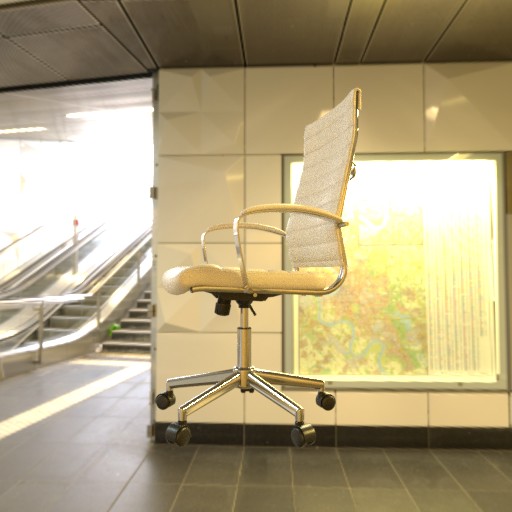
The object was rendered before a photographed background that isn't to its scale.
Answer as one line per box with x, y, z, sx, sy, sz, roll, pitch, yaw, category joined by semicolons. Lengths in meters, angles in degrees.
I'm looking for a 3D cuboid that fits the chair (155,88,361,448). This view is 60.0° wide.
0.000;0.000;1.613;0.679;1.149;0.679;1;-2;-17;chair
